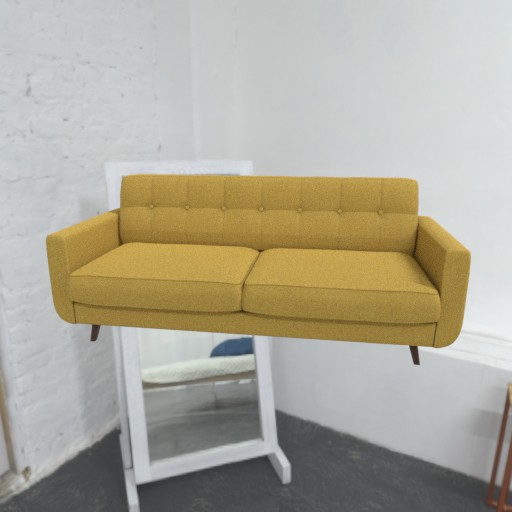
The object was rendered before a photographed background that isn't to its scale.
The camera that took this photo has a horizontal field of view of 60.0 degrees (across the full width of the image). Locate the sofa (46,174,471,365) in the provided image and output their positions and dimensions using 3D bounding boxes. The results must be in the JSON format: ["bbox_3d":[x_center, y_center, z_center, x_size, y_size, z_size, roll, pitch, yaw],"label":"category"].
[{"bbox_3d":[0.000,0.000,2.491,2.029,0.841,0.909,2,16,8],"label":"sofa"}]
